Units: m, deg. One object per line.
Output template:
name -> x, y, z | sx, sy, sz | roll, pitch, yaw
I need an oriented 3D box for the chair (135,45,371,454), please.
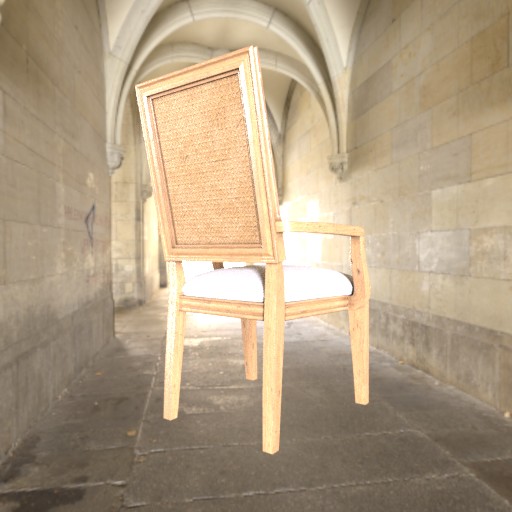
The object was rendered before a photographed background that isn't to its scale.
chair -> 0.000, 0.000, 1.389 | 0.606, 0.990, 0.602 | 1, 1, 36
